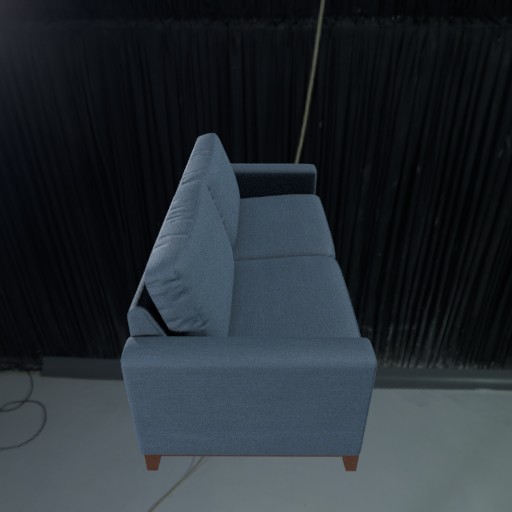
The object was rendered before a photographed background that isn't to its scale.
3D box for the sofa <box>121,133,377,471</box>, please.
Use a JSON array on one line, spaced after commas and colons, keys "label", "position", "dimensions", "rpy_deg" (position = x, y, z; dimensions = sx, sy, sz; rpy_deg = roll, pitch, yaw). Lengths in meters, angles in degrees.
[{"label": "sofa", "position": [0.000, 0.000, 2.326], "dimensions": [0.877, 0.865, 1.900], "rpy_deg": [0, 31, 0]}]
